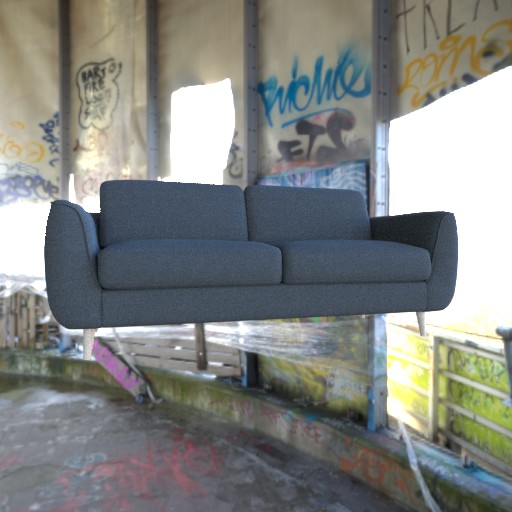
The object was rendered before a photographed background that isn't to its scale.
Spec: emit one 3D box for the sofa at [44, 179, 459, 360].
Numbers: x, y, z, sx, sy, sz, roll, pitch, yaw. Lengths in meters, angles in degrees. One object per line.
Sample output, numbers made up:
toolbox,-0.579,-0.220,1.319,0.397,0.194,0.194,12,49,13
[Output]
sofa,0.000,0.000,2.412,2.000,0.850,0.920,0,1,-17
